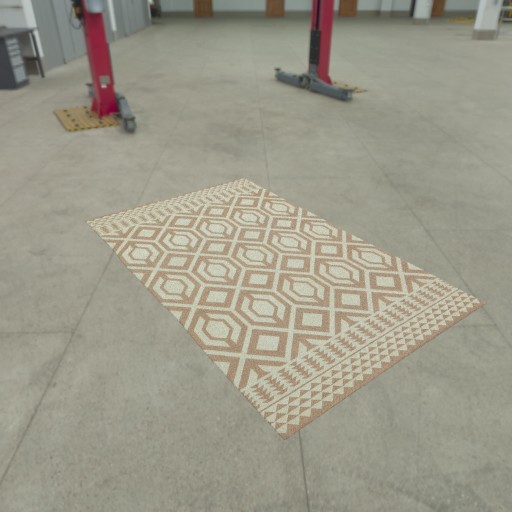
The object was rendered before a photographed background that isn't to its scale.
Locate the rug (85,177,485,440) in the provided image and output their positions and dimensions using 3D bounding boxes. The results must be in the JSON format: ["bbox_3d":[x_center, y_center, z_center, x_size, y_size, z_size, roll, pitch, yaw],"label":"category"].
[{"bbox_3d":[0.000,0.000,3.019,1.526,0.011,2.435,-21,37,-31],"label":"rug"}]
